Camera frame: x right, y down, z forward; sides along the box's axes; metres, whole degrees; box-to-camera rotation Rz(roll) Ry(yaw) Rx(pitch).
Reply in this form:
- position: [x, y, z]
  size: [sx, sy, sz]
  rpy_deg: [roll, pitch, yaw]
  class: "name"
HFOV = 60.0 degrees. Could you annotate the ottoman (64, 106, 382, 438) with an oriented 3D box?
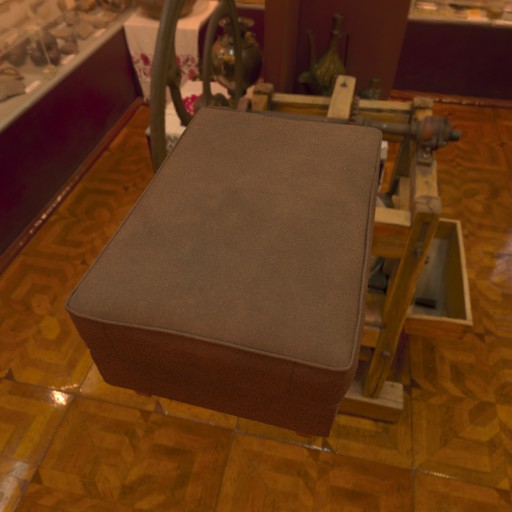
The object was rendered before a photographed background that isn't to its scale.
- position: [0.000, 0.000, 1.241]
  size: [0.596, 0.481, 0.860]
  rpy_deg: [11, 48, 10]
  class: "ottoman"
